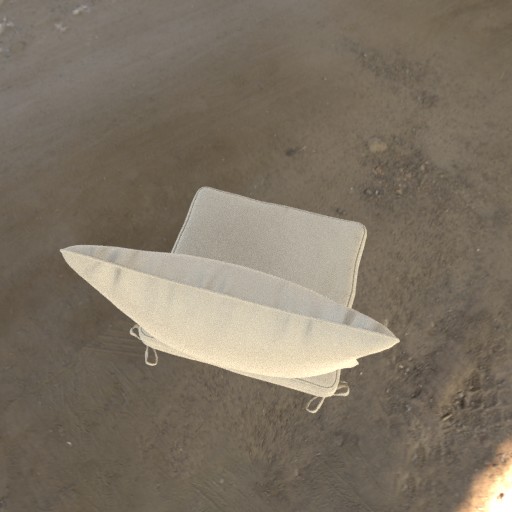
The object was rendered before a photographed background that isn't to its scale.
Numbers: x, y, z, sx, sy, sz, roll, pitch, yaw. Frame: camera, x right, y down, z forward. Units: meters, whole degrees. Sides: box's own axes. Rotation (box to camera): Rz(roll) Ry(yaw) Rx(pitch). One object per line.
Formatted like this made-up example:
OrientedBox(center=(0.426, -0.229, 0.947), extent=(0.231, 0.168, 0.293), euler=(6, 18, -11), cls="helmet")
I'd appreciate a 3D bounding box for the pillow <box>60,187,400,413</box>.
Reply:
OrientedBox(center=(0.000, 0.000, 1.379), extent=(0.798, 0.716, 0.733), euler=(14, 63, 7), cls="pillow")
